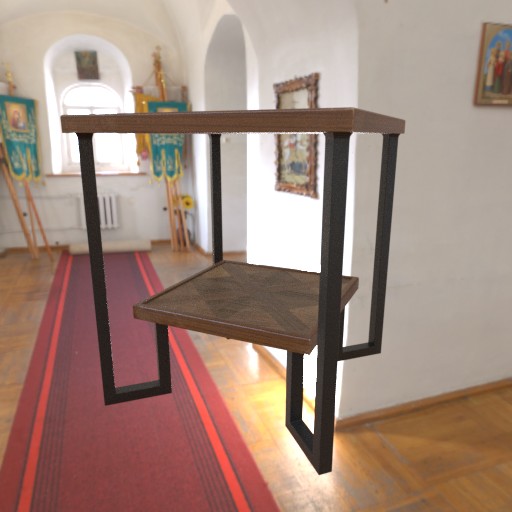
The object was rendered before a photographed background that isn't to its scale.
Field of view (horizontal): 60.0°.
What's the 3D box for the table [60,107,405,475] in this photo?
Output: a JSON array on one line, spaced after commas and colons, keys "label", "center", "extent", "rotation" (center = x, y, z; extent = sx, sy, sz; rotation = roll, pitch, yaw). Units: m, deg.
[{"label": "table", "center": [0.000, 0.000, 0.944], "extent": [0.503, 0.563, 0.503], "rotation": [7, 17, 24]}]
